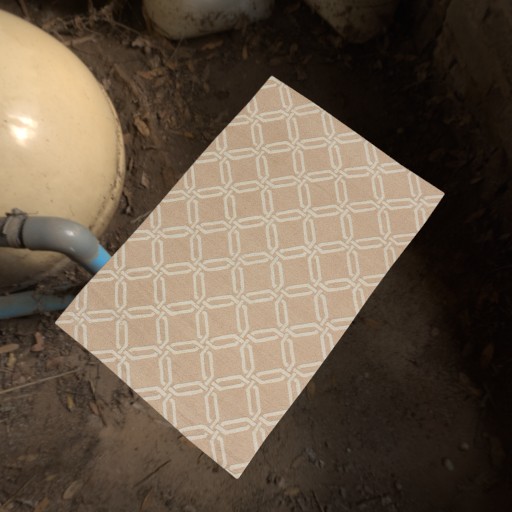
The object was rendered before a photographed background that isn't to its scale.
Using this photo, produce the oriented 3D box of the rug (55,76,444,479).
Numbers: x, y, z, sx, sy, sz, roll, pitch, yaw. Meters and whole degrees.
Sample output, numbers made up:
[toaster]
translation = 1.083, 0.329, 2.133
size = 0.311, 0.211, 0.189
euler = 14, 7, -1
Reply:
[rug]
translation = 0.000, 0.000, 2.228
size = 1.146, 0.010, 1.745
euler = 37, 79, 8
